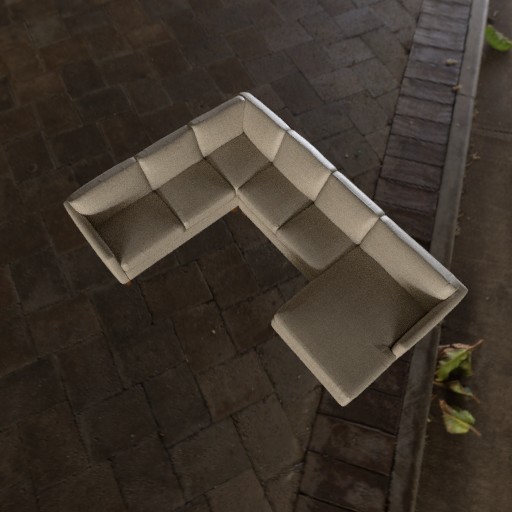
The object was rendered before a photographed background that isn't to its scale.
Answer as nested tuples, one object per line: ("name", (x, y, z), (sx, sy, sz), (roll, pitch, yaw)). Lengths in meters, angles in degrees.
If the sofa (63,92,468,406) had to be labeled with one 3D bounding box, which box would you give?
("sofa", (0.000, 0.000, 4.748), (2.594, 0.961, 3.460), (-37, 69, -16))
